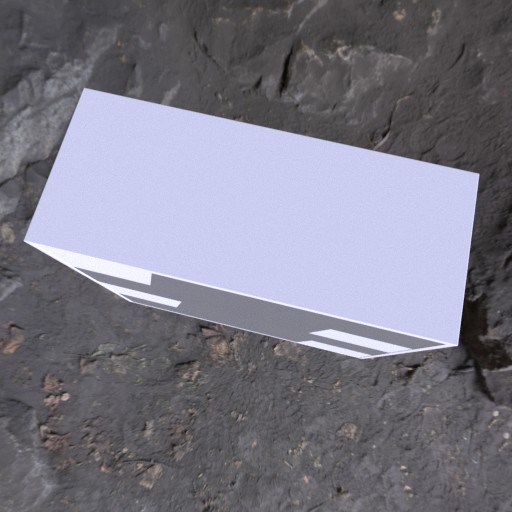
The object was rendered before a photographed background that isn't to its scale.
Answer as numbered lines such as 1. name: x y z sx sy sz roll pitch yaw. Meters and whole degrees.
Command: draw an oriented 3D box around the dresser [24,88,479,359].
1. dresser: 0.000 0.000 1.626 1.100 1.000 0.460 13 76 3
